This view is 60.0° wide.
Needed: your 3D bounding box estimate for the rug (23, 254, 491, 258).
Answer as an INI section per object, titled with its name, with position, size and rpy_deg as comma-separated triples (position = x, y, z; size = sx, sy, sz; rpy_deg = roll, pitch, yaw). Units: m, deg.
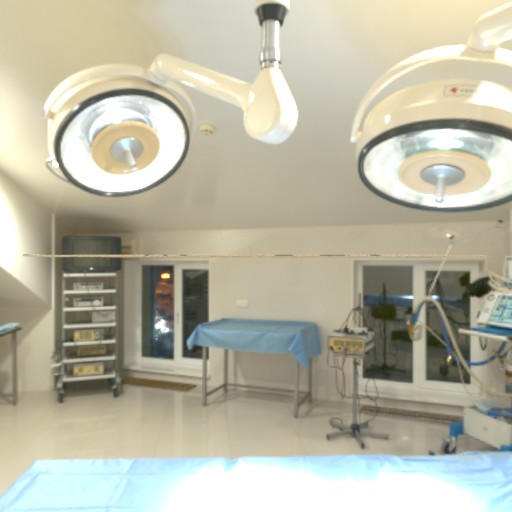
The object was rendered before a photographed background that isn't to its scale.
[rug]
position = 0.000, 0.000, 2.510
size = 2.301, 0.017, 0.692
rpy_deg = 0, 0, 1
